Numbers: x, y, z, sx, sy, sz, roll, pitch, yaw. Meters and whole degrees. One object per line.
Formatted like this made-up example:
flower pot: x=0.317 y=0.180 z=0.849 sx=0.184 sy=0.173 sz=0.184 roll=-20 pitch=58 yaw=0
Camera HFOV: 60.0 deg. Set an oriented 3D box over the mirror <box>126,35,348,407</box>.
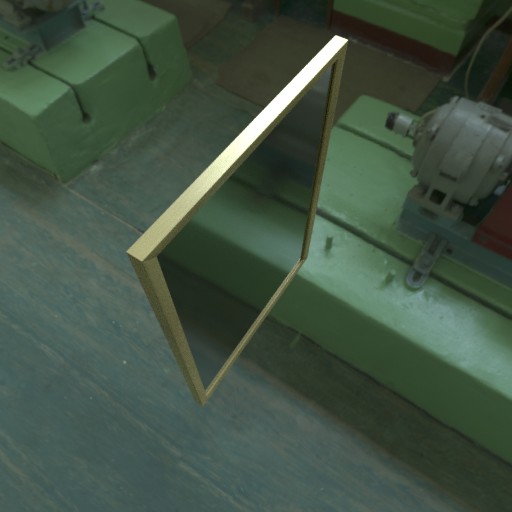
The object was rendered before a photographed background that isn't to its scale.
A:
mirror: x=0.000 y=0.000 z=1.354 sx=0.040 sy=1.016 sz=0.762 roll=29 pitch=62 yaw=17
